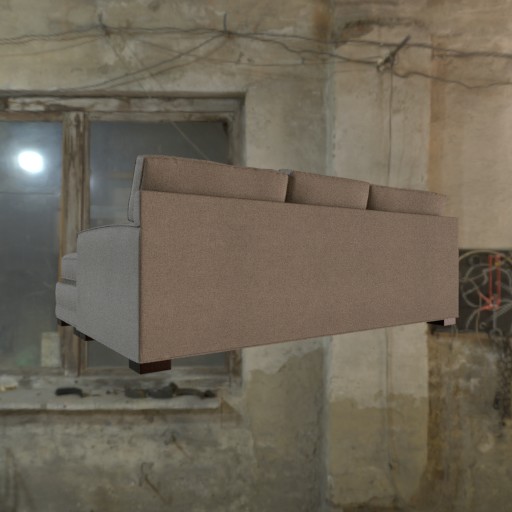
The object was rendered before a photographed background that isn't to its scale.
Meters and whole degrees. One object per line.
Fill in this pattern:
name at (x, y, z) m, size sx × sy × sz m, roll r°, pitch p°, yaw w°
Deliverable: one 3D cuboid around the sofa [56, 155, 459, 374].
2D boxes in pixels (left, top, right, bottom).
sofa at (0.000, 0.000, 2.800) m, size 2.087 × 0.861 × 1.496 m, roll 0°, pitch 0°, yaw -35°
